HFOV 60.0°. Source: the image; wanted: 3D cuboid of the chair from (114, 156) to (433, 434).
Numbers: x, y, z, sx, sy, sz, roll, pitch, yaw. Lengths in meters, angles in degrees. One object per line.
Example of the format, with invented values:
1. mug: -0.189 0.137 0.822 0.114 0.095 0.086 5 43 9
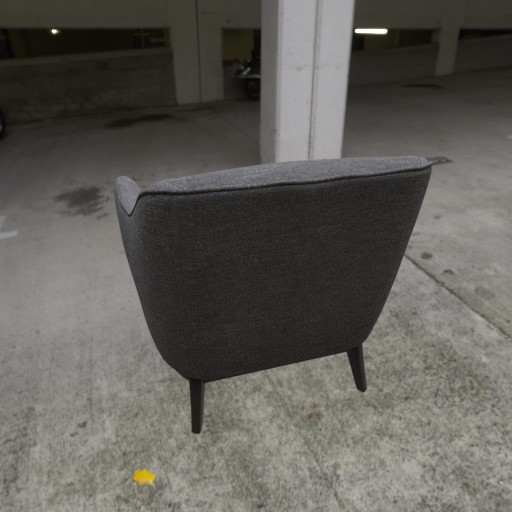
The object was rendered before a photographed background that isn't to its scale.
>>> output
1. chair: 0.000 0.000 1.517 0.870 0.829 0.851 -8 29 -16
